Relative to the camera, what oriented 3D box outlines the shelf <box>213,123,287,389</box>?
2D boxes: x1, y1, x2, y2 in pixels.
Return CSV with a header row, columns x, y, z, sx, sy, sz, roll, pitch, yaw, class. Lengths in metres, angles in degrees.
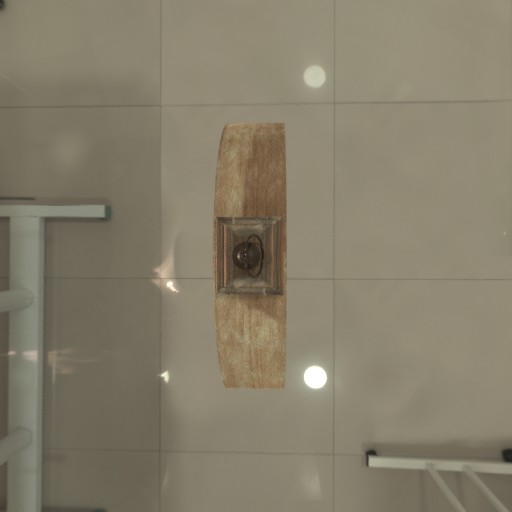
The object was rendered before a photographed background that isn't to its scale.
x,y,z,sx,sy,sz,roll,pitch,yaw,class
0.000,0.000,0.986,0.125,0.725,0.601,0,90,3,shelf
